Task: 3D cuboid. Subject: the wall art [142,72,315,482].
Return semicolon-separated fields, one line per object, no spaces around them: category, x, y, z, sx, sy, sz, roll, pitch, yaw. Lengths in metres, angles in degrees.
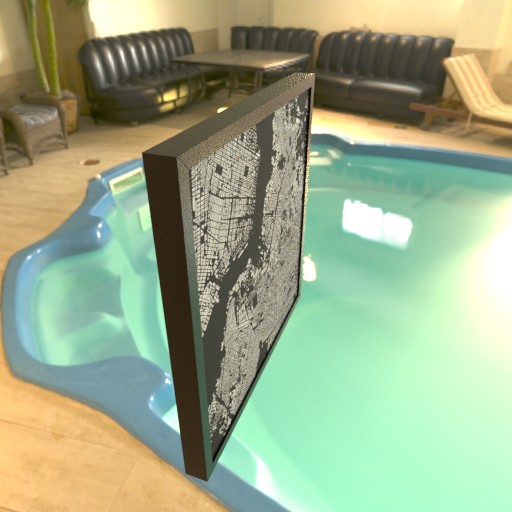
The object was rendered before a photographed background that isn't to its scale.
wall art;0.000;0.000;0.748;0.038;0.506;0.506;11;33;18
